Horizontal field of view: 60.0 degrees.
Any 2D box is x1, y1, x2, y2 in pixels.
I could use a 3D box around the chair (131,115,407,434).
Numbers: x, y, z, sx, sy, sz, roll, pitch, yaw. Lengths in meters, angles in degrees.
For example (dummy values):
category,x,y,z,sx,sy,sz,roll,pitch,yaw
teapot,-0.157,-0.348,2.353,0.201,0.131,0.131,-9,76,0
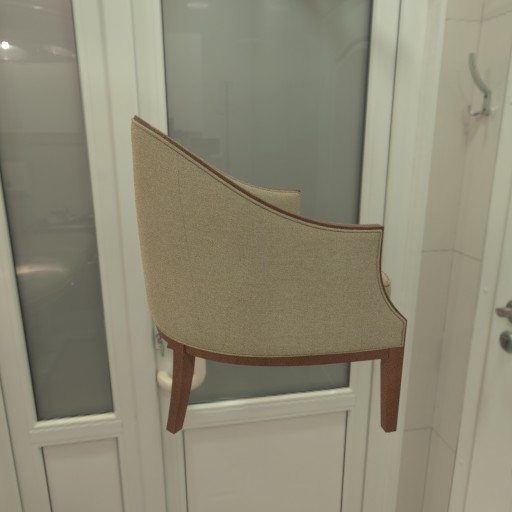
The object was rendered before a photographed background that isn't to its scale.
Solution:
category,x,y,z,sx,sy,sz,roll,pitch,yaw
chair,0.000,0.000,1.455,0.735,0.876,0.803,-3,16,-10
